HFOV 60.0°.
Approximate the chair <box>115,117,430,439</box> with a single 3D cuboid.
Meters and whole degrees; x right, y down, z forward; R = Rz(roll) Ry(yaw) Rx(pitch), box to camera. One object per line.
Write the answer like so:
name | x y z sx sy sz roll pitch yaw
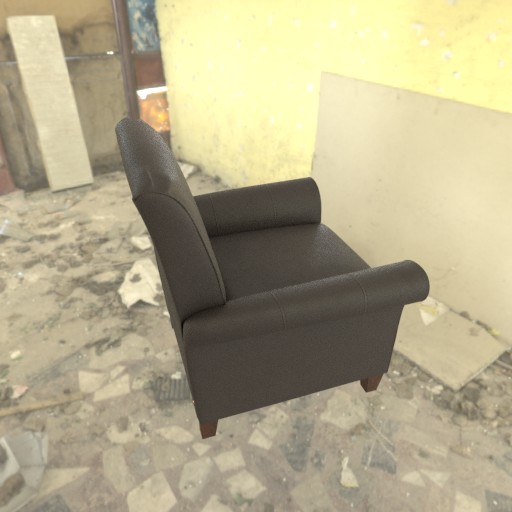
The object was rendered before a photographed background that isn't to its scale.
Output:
chair | 0.000 0.000 1.756 0.902 1.061 0.978 -10 32 -16
